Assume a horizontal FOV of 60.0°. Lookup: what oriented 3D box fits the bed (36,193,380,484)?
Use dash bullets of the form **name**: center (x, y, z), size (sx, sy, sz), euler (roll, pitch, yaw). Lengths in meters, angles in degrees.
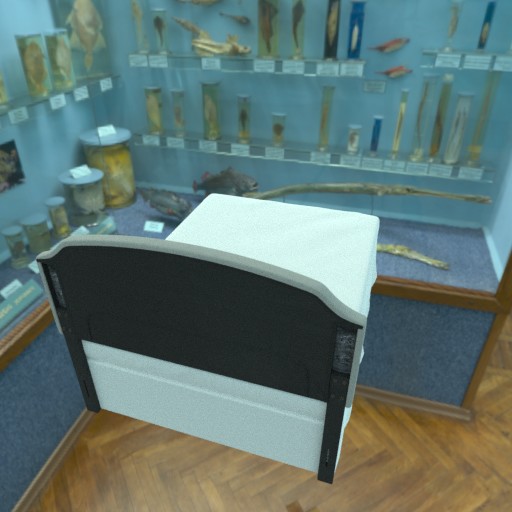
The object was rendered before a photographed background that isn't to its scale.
- **bed**: center (0.000, 0.000, 2.902), size (1.558, 1.270, 1.999), euler (10, 34, 15)
